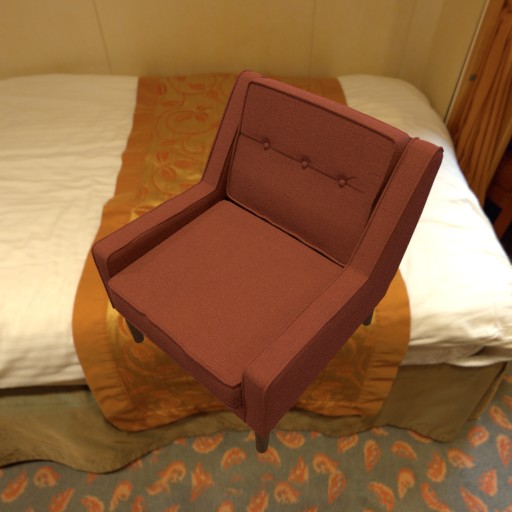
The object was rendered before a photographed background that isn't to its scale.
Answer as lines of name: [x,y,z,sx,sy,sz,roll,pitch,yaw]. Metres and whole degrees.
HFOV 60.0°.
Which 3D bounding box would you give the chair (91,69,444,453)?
chair: [0.000,0.000,1.372,0.680,0.812,0.770,33,55,26]
